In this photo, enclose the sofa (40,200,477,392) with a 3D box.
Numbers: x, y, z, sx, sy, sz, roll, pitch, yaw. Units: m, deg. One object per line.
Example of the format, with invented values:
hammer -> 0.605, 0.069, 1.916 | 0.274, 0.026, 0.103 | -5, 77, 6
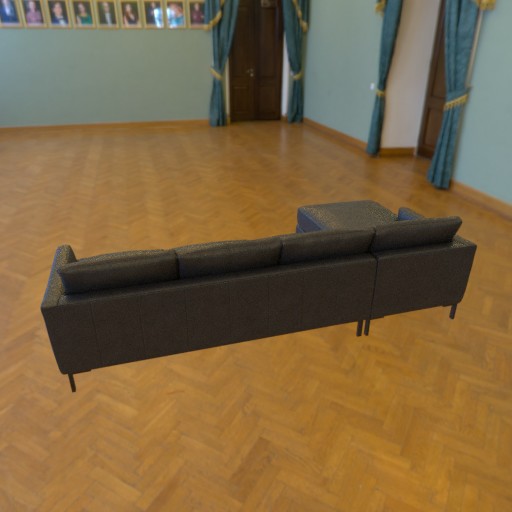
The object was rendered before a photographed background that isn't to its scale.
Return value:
sofa -> 0.000, 0.000, 3.601 | 2.993, 0.859, 1.471 | -7, 27, -15
